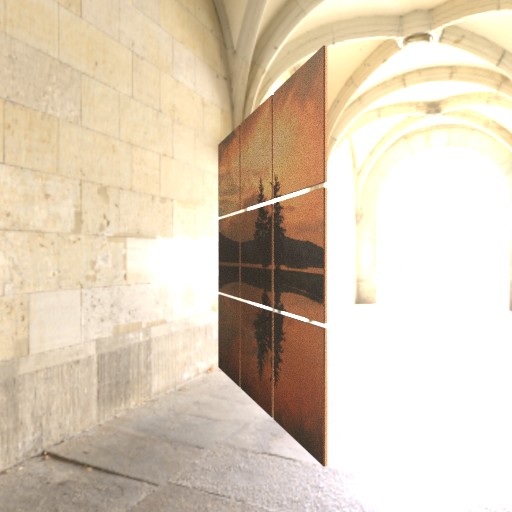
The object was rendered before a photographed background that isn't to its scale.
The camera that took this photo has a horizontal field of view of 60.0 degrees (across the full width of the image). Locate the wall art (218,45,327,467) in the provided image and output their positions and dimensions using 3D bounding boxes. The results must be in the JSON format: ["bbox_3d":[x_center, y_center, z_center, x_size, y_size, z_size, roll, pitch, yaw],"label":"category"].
[{"bbox_3d":[0.000,0.000,1.856,0.013,1.218,1.216,0,0,-19],"label":"wall art"}]
